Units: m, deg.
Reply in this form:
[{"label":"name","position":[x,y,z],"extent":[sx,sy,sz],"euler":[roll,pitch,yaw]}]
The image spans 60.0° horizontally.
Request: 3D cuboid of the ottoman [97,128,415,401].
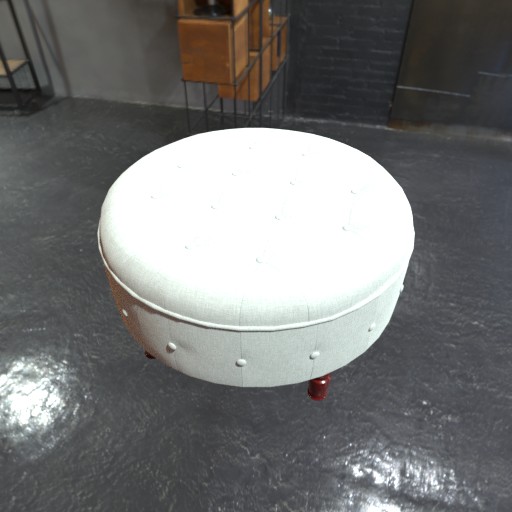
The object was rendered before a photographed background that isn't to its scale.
[{"label":"ottoman","position":[0.000,0.000,1.337],"extent":[0.850,0.483,0.850],"euler":[0,41,0]}]
